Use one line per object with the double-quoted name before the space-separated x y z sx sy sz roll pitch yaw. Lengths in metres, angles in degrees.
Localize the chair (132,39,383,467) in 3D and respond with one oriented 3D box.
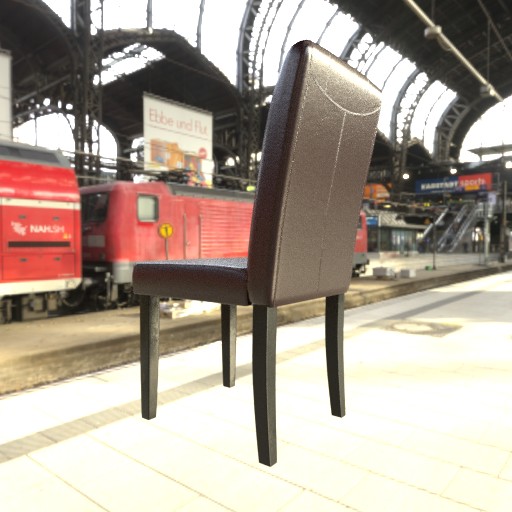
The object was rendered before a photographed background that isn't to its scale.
"chair" 0.000 0.000 1.194 0.556 0.897 0.399 1 2 38
